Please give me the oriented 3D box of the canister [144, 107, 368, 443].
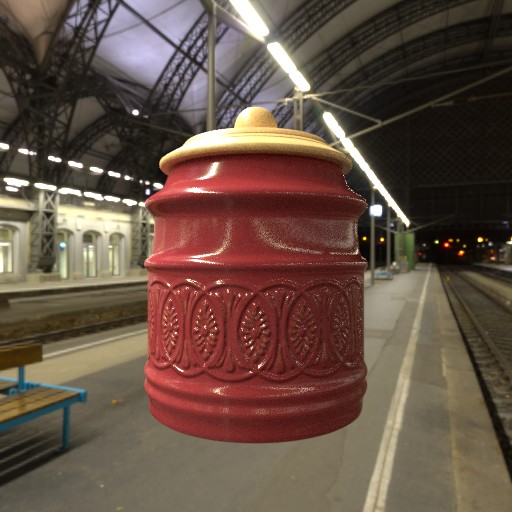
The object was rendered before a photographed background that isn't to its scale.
[{"bbox_3d":[0.000,0.000,0.265,0.130,0.176,0.130,0,0,0],"label":"canister"}]
